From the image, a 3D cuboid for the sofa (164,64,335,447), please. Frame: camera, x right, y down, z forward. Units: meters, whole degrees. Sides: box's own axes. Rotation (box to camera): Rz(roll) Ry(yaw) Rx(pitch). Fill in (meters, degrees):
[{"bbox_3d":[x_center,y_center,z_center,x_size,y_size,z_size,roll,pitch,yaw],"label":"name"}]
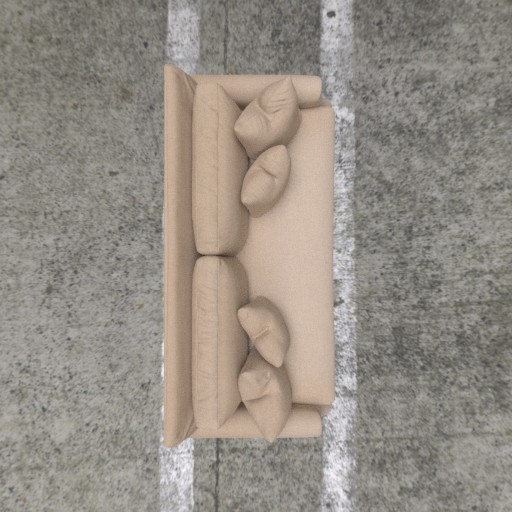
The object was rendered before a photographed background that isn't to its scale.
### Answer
[{"bbox_3d":[0.000,0.000,2.854,1.067,0.904,2.285,0,90,0],"label":"sofa"}]
